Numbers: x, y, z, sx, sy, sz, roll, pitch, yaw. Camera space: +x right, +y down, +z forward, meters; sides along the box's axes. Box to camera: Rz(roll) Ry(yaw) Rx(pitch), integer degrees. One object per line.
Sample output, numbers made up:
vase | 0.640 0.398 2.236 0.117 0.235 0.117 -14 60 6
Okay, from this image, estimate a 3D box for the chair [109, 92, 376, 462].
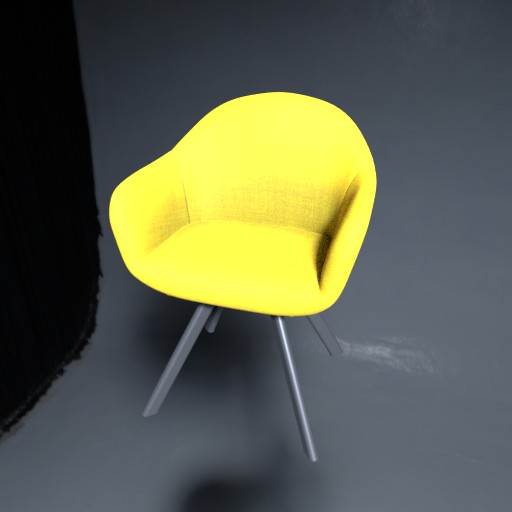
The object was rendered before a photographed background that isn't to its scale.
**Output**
chair | 0.000 0.000 1.209 0.590 0.795 0.550 8 27 16
